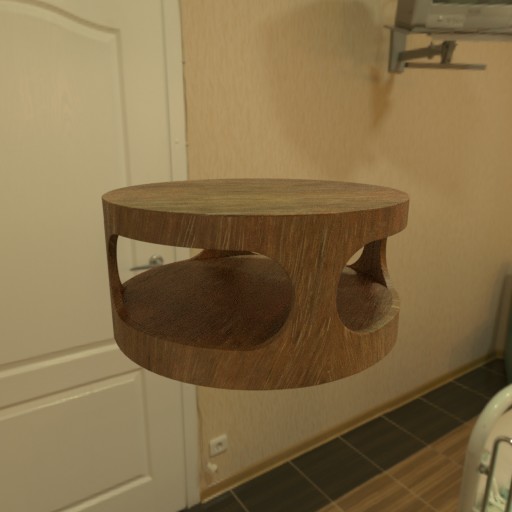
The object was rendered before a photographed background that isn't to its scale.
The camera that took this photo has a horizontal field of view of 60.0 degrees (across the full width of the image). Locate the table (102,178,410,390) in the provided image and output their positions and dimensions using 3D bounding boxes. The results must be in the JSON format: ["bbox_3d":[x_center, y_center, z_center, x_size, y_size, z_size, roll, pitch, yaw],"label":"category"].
[{"bbox_3d":[0.000,0.000,1.537,0.974,0.450,0.974,0,15,0],"label":"table"}]
